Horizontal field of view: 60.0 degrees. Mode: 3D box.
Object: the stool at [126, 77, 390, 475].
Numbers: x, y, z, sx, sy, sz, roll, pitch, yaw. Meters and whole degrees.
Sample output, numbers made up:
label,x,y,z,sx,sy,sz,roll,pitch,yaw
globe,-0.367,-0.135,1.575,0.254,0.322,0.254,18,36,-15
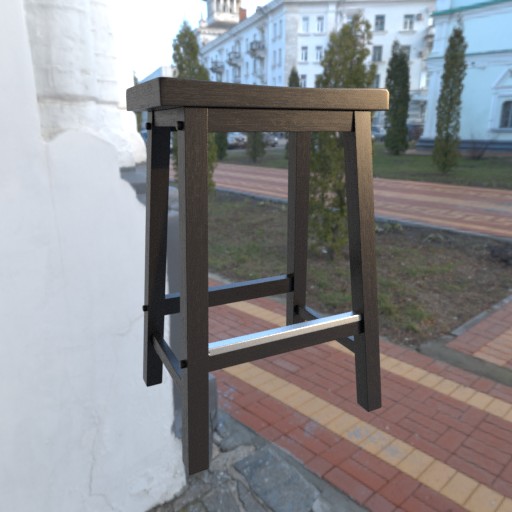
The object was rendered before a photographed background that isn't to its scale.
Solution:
label,x,y,z,sx,sy,sz,roll,pitch,yaw
stool,0.000,0.000,0.860,0.406,0.610,0.322,-8,18,-26
